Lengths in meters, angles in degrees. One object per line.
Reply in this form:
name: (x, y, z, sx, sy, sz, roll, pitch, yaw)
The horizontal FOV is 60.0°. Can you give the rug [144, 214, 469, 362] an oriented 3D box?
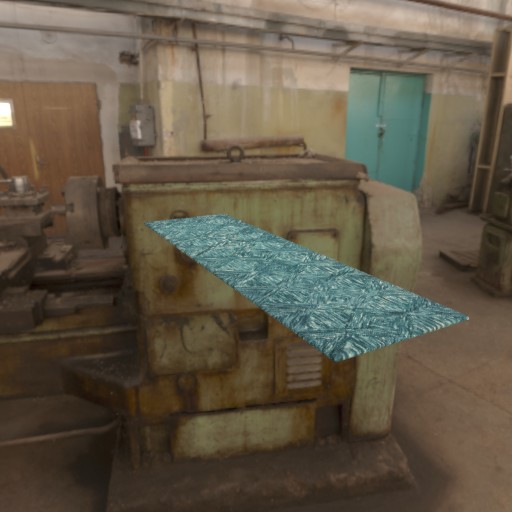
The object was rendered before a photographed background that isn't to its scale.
rug: (0.000, 0.000, 2.557, 0.676, 0.016, 2.286, -9, 19, -28)
